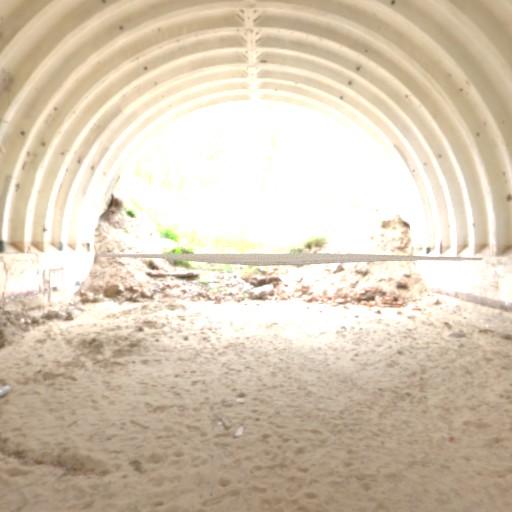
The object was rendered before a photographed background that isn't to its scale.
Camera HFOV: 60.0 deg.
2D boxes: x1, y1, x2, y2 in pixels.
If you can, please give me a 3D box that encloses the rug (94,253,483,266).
[{"bbox_3d":[0.000,0.000,3.057,1.574,0.029,2.346,-1,1,-34],"label":"rug"}]
